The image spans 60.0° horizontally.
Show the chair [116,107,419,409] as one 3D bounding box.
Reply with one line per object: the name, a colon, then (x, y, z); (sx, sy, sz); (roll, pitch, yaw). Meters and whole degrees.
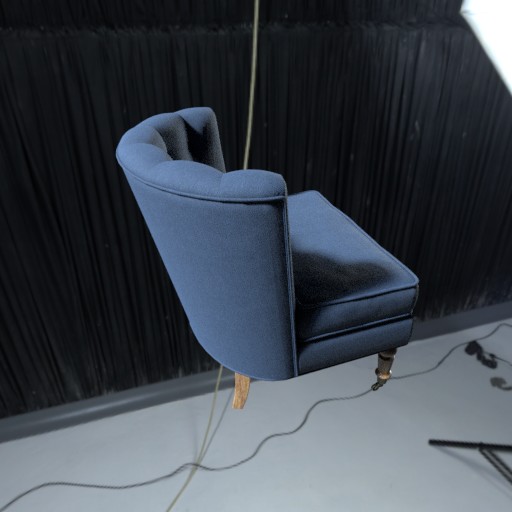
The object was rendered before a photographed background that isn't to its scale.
chair: (0.000, 0.000, 1.355); (0.718, 0.771, 0.740); (-9, 32, -15)
